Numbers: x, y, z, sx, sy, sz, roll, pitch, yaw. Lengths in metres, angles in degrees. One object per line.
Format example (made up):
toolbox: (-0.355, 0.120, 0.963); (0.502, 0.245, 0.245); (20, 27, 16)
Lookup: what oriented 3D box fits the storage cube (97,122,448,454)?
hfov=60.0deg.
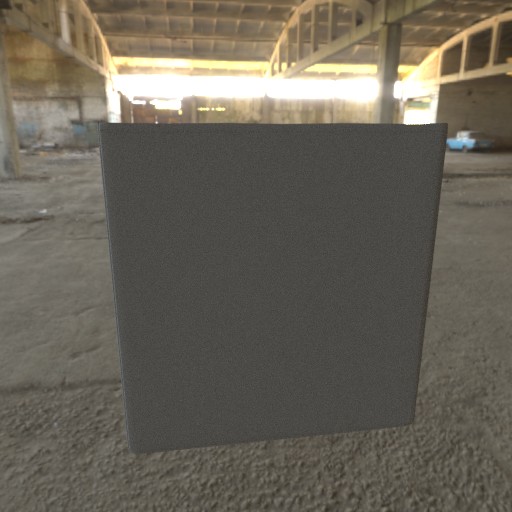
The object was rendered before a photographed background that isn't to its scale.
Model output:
storage cube: (0.000, 0.000, 0.491); (0.270, 0.280, 0.270); (-2, 16, -8)
